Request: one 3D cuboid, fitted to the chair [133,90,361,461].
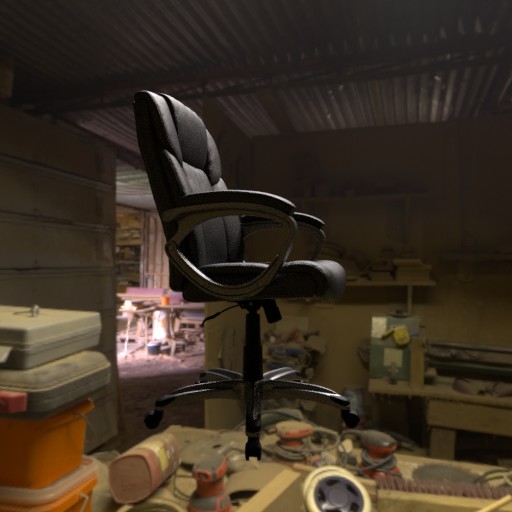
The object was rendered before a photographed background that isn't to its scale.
[{"bbox_3d":[0.000,0.000,1.570,0.719,1.130,0.721,0,-1,18],"label":"chair"}]
